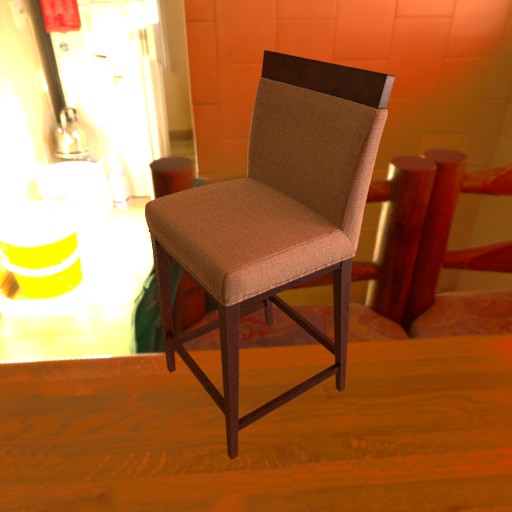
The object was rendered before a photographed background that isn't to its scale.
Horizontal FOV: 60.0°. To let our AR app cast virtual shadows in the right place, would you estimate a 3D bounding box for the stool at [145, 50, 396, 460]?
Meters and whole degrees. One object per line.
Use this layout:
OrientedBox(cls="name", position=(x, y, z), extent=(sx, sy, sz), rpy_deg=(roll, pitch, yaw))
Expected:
OrientedBox(cls="stool", position=(0.000, 0.000, 1.279), extent=(0.480, 1.011, 0.463), rpy_deg=(-20, 38, -29))
